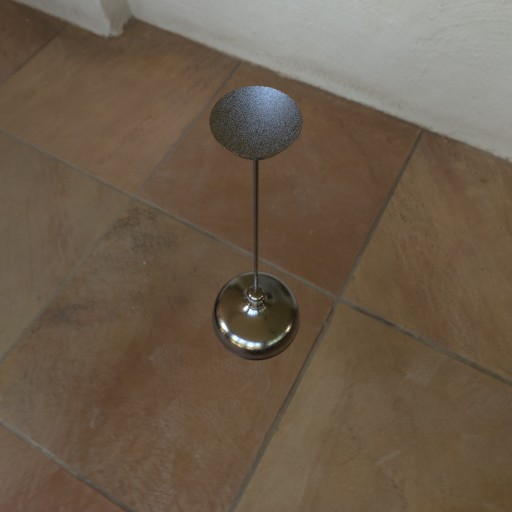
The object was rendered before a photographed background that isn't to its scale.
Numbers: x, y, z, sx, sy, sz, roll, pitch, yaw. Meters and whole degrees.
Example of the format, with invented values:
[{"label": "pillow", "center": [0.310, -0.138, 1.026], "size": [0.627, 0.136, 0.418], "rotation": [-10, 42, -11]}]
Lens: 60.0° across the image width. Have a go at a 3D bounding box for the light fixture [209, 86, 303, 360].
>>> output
[{"label": "light fixture", "center": [0.000, 0.000, 1.094], "size": [0.299, 0.935, 0.299], "rotation": [29, 67, 14]}]
